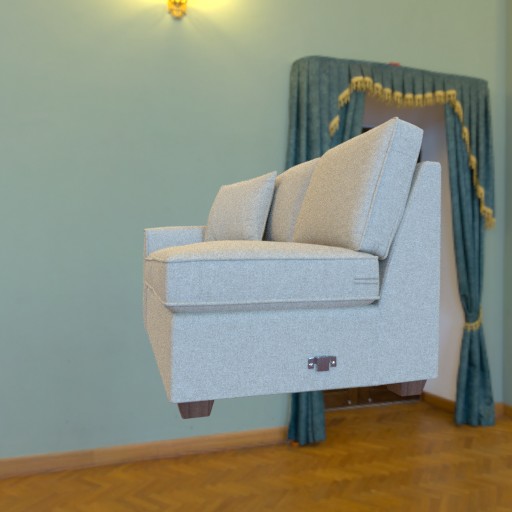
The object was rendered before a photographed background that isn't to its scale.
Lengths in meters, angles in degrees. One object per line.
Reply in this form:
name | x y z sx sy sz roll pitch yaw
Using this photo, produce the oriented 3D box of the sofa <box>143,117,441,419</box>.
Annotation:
sofa | 0.000 0.000 2.077 0.991 0.989 1.388 0 1 -17
